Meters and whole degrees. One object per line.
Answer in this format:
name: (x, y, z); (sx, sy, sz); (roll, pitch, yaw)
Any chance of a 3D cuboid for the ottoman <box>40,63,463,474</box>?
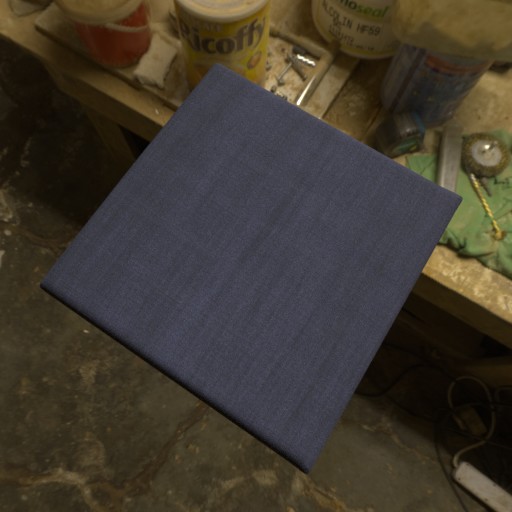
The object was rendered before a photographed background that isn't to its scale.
ottoman: (0.000, 0.000, 1.415); (0.889, 0.411, 0.890); (32, 77, 9)
